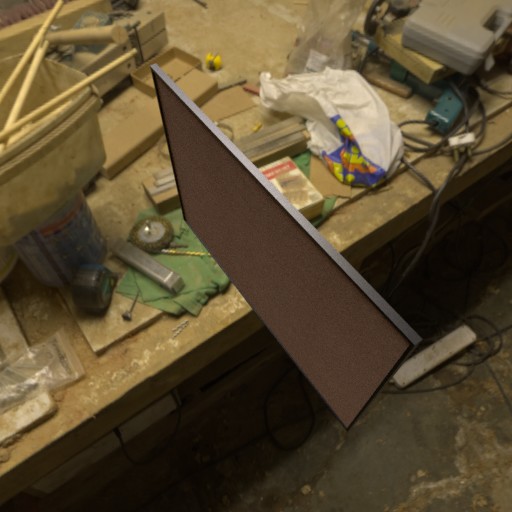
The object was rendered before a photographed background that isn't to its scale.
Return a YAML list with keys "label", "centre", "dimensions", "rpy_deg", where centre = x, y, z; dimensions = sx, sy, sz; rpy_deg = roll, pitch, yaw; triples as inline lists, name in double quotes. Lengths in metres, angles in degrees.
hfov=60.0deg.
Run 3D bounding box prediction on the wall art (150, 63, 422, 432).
- label: "wall art"
  centre: [0.000, 0.000, 1.238]
  dimensions: [0.019, 0.660, 0.957]
  rpy_deg: [-30, 62, -18]
